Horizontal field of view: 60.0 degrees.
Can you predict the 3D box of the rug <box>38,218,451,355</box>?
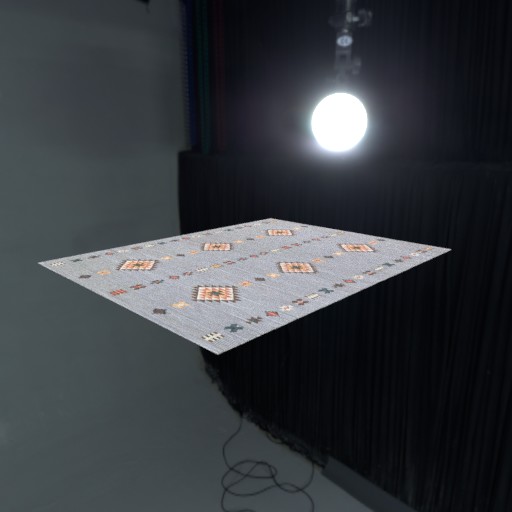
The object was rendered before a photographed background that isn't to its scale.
[{"bbox_3d":[0.000,0.000,4.144,2.425,0.008,3.035,14,21,42],"label":"rug"}]
